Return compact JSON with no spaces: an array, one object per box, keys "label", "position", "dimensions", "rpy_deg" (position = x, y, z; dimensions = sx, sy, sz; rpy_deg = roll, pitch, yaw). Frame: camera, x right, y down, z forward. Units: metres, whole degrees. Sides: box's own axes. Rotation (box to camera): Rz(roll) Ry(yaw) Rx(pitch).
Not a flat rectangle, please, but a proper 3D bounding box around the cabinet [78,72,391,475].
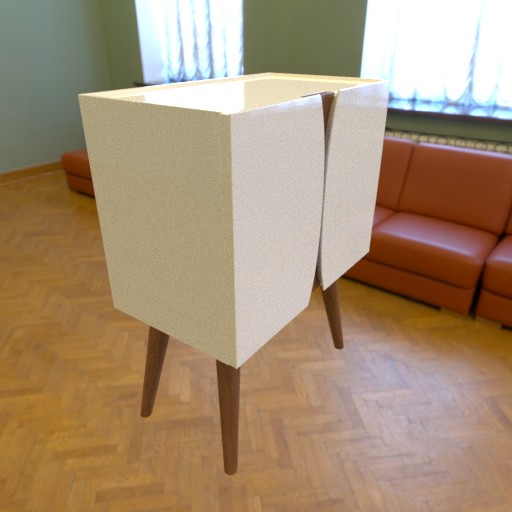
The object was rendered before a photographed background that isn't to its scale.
[{"label":"cabinet","position":[0.000,0.000,1.071],"dimensions":[0.344,0.772,0.591],"rpy_deg":[18,32,32]}]
